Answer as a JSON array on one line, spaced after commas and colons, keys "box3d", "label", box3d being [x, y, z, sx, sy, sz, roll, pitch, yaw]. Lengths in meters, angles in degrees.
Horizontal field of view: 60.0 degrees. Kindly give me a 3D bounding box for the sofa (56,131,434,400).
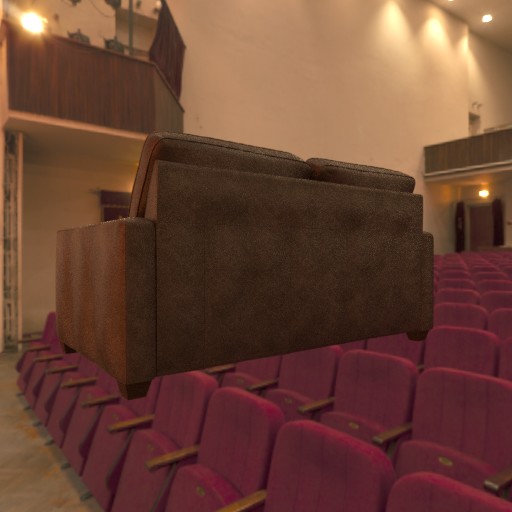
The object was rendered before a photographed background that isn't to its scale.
[{"box3d": [0.000, 0.000, 2.257, 1.732, 0.916, 0.939, 0, 1, -36], "label": "sofa"}]
